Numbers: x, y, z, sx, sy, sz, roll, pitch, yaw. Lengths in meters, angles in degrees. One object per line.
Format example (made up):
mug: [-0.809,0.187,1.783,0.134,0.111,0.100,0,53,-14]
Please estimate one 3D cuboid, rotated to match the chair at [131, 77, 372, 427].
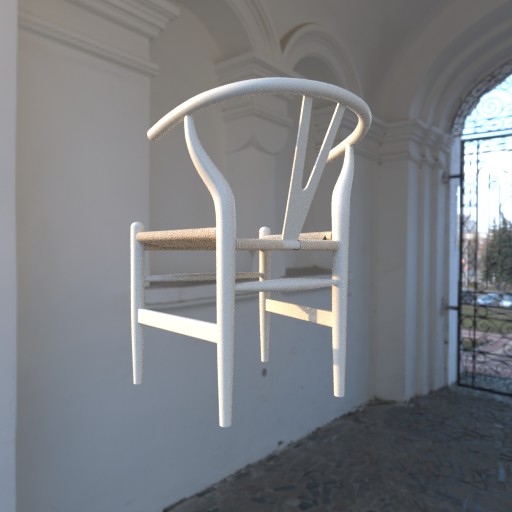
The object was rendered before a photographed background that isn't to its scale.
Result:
chair: [0.000,0.000,1.168,0.569,0.730,0.579,0,1,-35]
